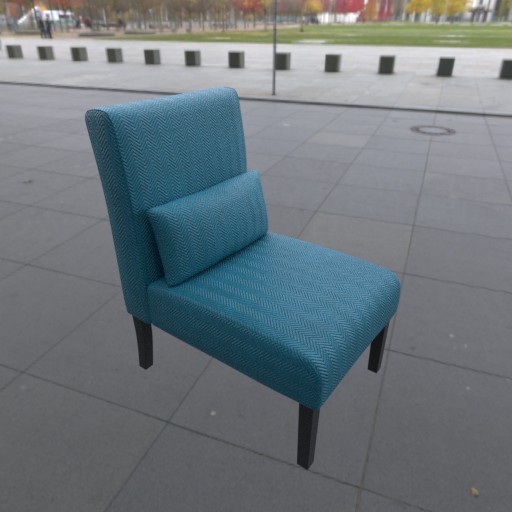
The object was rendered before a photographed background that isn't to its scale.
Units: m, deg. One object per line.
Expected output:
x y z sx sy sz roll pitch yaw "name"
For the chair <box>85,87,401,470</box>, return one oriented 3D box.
0.000 0.000 1.437 0.808 0.927 0.579 19 34 32 "chair"
